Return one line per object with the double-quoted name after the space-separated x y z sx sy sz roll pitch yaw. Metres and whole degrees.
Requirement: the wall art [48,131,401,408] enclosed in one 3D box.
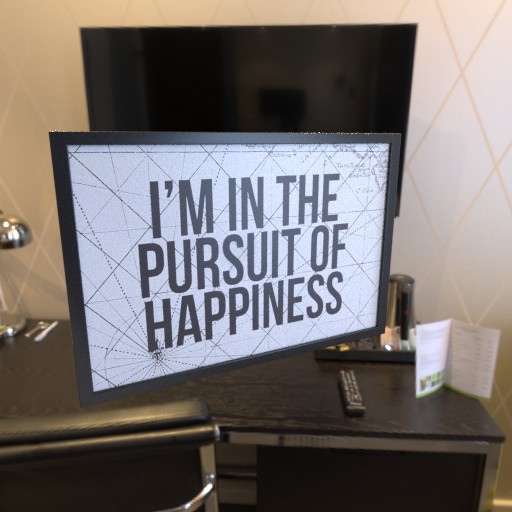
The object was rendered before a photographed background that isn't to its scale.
0.000 0.000 1.030 0.819 0.552 0.015 -7 16 -25 "wall art"
